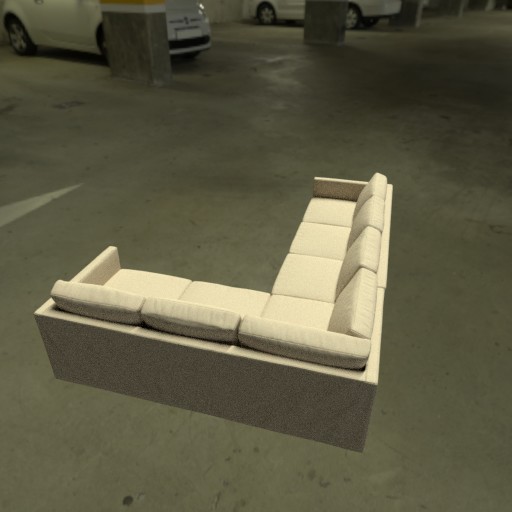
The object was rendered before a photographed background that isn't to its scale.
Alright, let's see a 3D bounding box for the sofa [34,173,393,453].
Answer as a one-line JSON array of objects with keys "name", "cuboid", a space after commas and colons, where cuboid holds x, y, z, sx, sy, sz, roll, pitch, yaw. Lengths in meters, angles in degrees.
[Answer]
[{"name": "sofa", "cuboid": [0.000, 0.000, 4.311, 2.432, 0.871, 3.182, 9, 33, 14]}]
